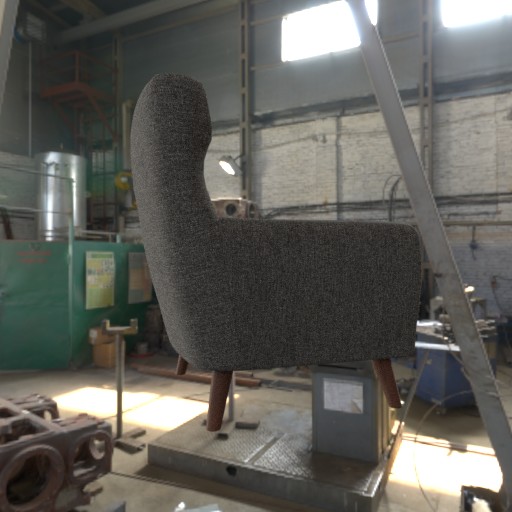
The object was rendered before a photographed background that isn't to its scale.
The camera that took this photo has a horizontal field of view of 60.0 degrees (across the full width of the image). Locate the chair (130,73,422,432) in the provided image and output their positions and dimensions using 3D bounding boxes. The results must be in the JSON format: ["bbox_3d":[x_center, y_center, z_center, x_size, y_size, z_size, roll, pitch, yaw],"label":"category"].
[{"bbox_3d":[0.000,0.000,1.735,0.940,1.039,0.889,0,0,-18],"label":"chair"}]
